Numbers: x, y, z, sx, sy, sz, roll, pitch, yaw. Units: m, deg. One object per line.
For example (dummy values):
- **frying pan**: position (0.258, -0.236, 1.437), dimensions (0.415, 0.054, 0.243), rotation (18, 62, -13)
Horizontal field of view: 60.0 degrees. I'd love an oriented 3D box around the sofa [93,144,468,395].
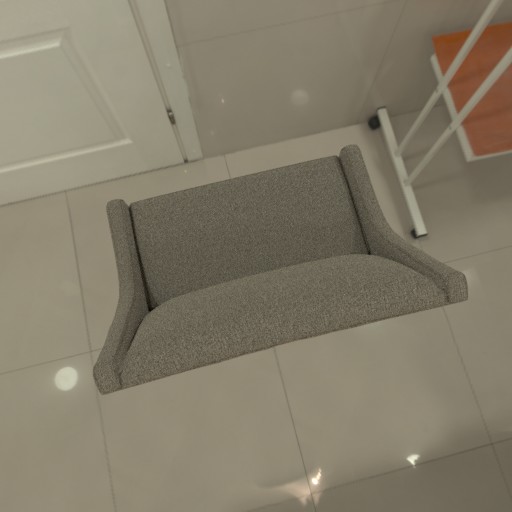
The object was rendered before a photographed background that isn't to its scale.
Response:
- **sofa**: position (0.000, 0.000, 1.957), dimensions (1.242, 1.026, 0.862), rotation (-14, 76, -4)
